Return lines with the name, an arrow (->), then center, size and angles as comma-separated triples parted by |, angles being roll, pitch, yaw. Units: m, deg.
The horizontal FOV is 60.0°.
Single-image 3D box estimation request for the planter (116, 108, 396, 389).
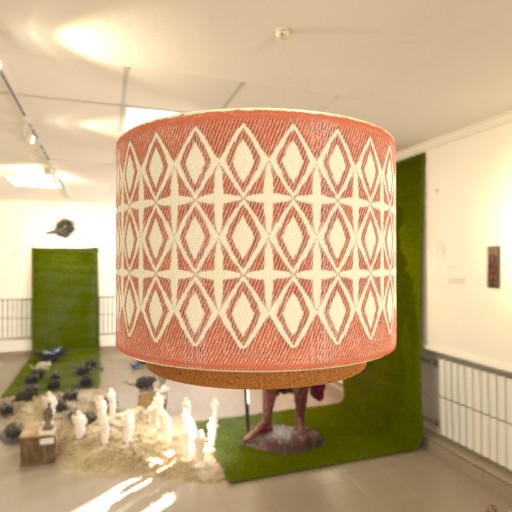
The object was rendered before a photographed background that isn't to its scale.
planter -> 0.000, 0.000, 0.318 | 0.192, 0.148, 0.192 | 0, -1, 0
